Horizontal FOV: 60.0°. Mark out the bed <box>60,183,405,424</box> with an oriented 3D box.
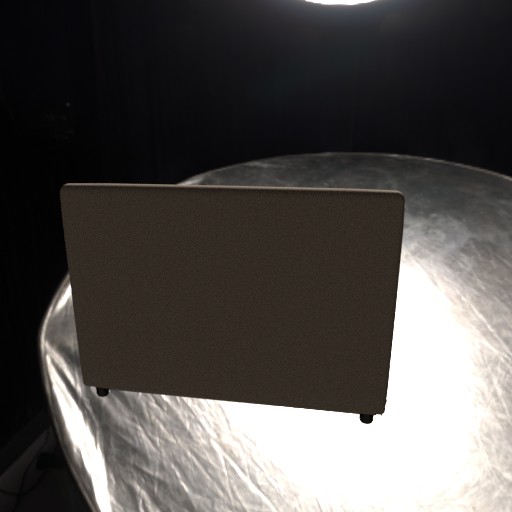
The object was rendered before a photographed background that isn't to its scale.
[{"bbox_3d":[0.000,0.000,3.425,1.884,1.330,2.142,3,16,9],"label":"bed"}]
